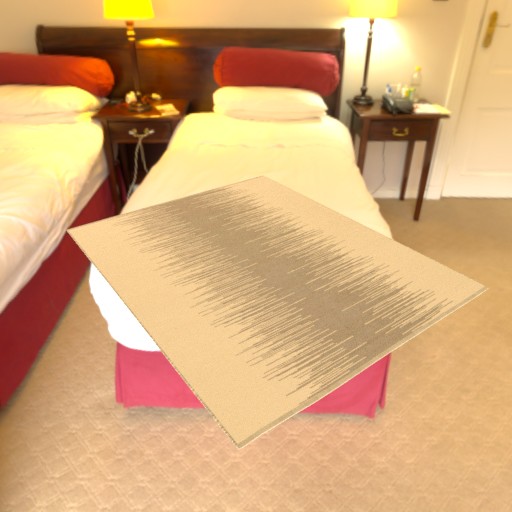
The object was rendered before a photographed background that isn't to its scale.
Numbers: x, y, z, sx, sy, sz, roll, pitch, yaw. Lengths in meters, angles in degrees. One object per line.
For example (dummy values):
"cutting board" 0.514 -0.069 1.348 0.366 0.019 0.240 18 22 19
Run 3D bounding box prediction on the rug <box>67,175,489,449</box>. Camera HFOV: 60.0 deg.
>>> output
"rug" 0.000 0.000 3.988 2.453 0.010 3.037 -21 38 -30
